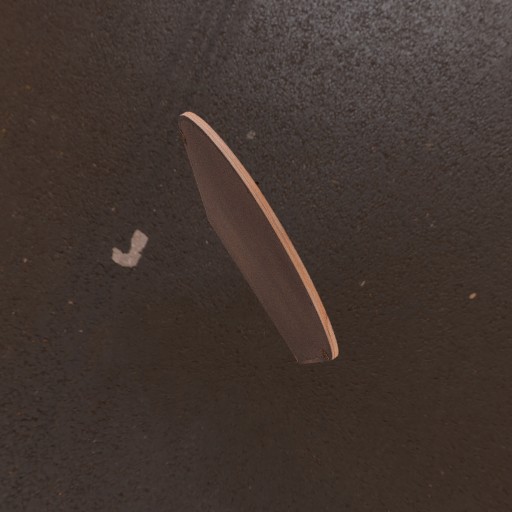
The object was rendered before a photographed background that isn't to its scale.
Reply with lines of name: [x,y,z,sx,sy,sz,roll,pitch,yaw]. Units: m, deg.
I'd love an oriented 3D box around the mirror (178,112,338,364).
mirror: [0.000,0.000,1.139,0.032,0.915,0.609,-31,78,-8]
